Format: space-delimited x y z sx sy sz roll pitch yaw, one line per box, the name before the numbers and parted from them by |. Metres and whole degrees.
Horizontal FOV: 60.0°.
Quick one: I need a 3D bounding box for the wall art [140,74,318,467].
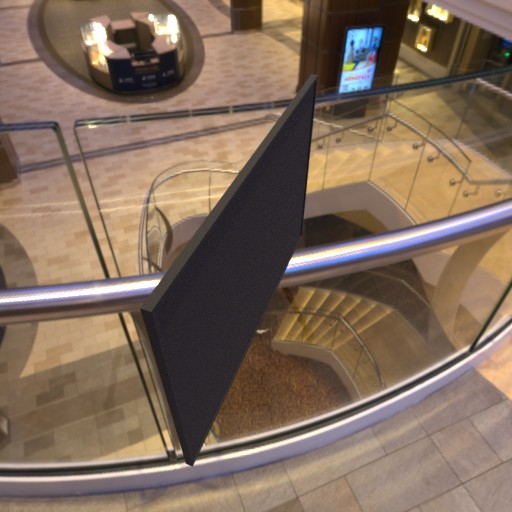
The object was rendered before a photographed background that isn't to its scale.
wall art | 0.000 0.000 1.541 0.028 0.805 1.190 15 47 15
